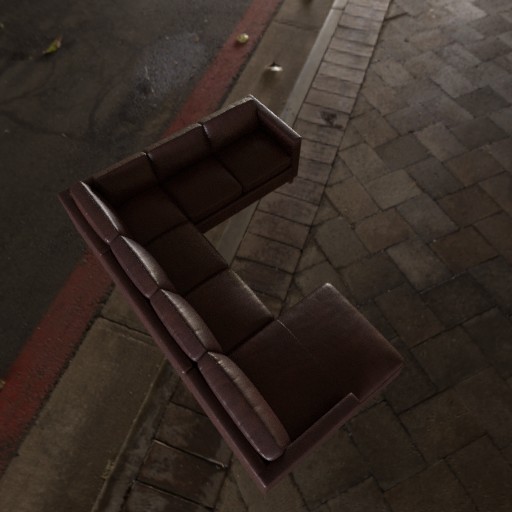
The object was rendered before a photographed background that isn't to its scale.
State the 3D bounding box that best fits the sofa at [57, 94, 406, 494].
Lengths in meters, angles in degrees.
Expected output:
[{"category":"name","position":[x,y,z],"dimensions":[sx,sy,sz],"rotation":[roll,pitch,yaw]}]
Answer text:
[{"category":"sofa","position":[0.000,0.000,4.361],"dimensions":[2.452,0.891,3.324],"rotation":[-34,64,-19]}]
